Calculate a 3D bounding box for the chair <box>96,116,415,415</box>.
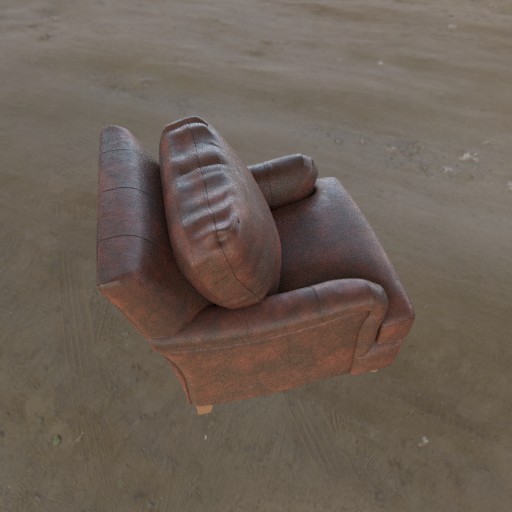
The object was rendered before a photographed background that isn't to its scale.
[{"bbox_3d":[0.000,0.000,1.986,1.156,1.051,0.987,-9,48,-9],"label":"chair"}]
